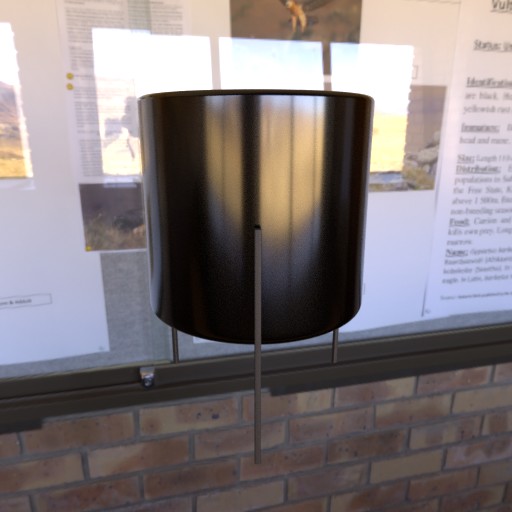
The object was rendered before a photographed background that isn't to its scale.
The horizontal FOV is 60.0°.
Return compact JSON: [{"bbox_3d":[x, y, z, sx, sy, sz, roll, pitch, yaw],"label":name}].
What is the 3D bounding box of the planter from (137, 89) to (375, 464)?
[{"bbox_3d":[0.000,0.000,0.641,0.310,0.432,0.310,15,22,42],"label":"planter"}]
